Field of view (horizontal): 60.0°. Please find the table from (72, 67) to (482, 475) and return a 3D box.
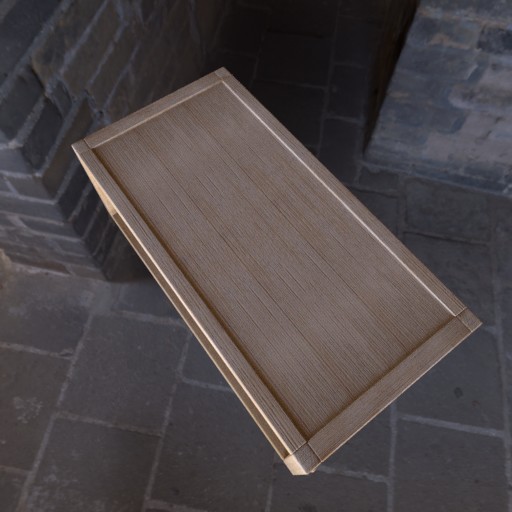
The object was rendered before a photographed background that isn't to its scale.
[{"bbox_3d":[0.000,0.000,1.627,0.660,0.457,1.321,-34,68,-15],"label":"table"}]
